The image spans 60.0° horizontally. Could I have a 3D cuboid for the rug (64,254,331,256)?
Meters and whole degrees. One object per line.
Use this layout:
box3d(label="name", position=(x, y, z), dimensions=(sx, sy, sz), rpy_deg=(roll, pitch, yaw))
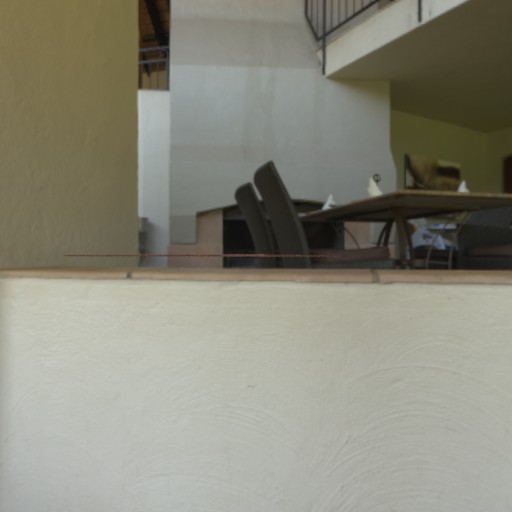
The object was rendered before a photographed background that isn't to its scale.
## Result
box3d(label="rug", position=(0.000, 0.000, 2.736), dimensions=(0.792, 0.006, 2.437), rpy_deg=(0, 0, 17))
